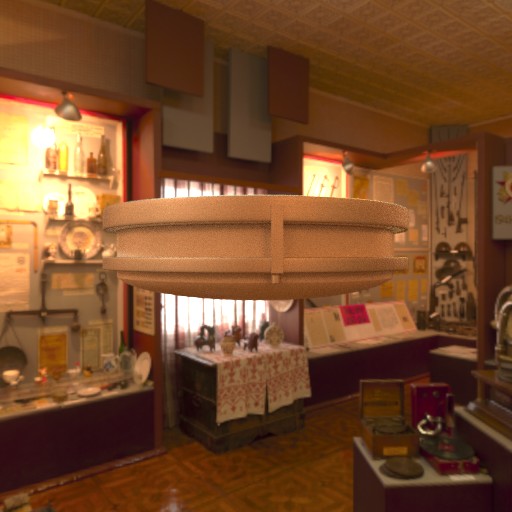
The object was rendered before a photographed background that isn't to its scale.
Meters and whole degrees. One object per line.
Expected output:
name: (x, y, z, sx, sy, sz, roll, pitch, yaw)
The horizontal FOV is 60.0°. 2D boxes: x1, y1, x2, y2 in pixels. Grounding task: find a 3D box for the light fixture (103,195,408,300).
light fixture: (0.000, 0.000, 0.544, 0.356, 0.102, 0.356, 0, 0, 0)
